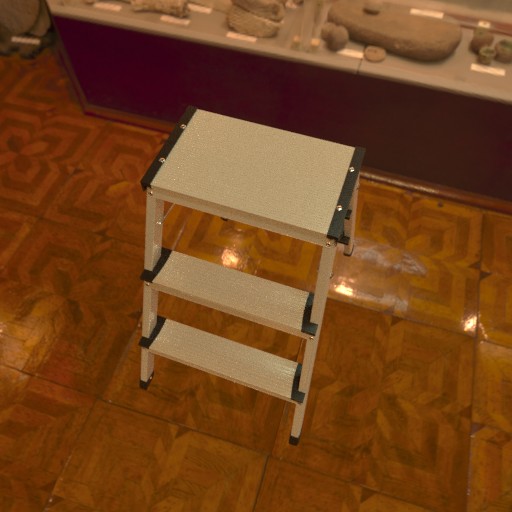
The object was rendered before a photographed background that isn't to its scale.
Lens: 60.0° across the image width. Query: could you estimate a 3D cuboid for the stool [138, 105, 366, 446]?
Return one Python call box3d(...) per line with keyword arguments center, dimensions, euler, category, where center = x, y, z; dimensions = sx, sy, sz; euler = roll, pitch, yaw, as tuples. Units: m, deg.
box3d(center=(0.000, 0.000, 1.026), dimensions=(0.437, 0.605, 0.622), euler=(17, 60, 10), category="stool")
